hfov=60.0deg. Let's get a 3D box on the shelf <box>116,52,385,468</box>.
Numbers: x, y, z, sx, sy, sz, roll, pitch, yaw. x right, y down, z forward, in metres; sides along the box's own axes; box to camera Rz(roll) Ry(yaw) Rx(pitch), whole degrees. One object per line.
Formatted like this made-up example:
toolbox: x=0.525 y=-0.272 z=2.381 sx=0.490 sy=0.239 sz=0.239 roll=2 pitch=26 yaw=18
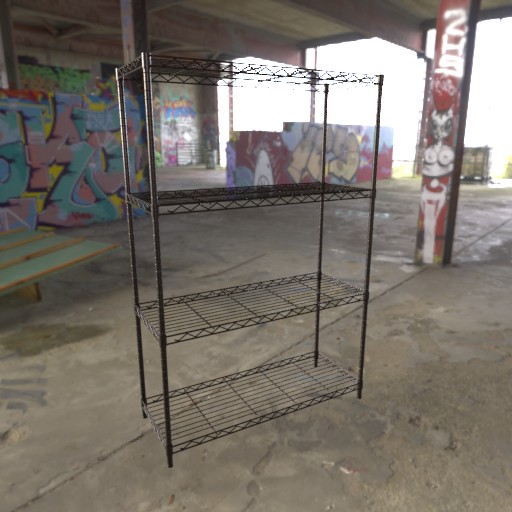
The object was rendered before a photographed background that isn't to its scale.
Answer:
shelf: x=0.000 y=0.000 z=1.752 sx=0.907 sy=1.361 sz=0.352 roll=-8 pitch=17 yaw=-28
